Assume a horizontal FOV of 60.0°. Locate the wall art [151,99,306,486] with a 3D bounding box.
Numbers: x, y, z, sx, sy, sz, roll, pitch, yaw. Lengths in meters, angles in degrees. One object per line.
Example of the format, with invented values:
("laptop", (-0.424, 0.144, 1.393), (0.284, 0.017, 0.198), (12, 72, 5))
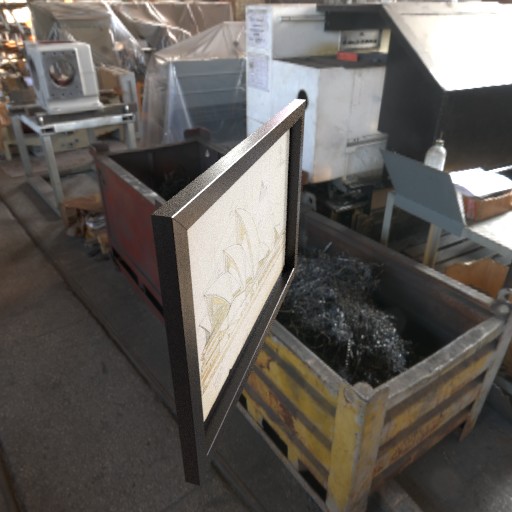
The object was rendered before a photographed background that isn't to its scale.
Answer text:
("wall art", (0.000, 0.000, 0.847), (0.027, 0.458, 0.657), (9, 31, 15))
